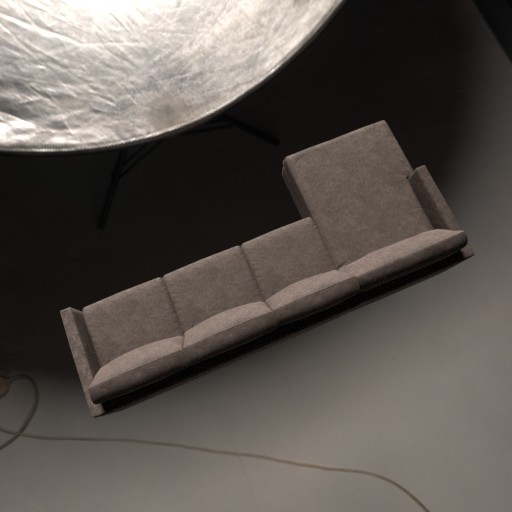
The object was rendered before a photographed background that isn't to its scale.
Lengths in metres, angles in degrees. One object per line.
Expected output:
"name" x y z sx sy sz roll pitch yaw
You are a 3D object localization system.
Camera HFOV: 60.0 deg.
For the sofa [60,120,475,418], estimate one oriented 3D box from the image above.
"sofa" 0.000 0.000 4.087 3.471 0.954 1.606 -22 77 -6
